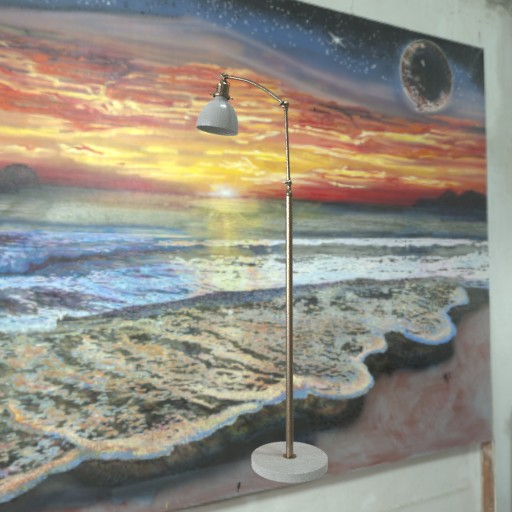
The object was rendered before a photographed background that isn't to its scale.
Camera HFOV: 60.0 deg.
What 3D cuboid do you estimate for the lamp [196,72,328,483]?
[{"bbox_3d":[0.000,0.000,1.792,0.599,1.586,0.288,-1,-2,36],"label":"lamp"}]
